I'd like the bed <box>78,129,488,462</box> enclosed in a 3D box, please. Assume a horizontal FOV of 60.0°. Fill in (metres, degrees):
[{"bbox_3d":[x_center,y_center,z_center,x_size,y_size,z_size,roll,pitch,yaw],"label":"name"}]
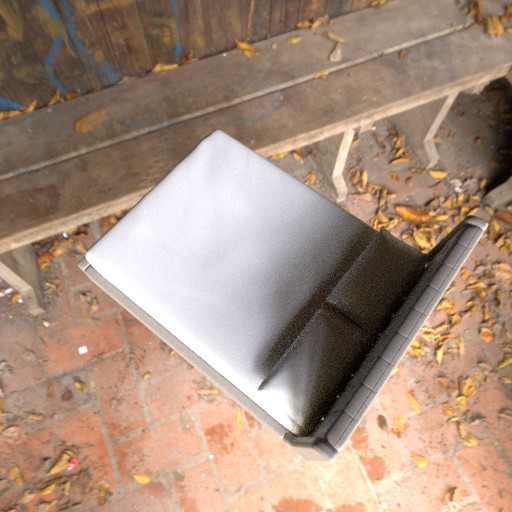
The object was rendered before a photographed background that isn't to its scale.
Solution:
[{"bbox_3d":[0.000,0.000,3.151,2.232,1.147,1.656,36,70,15],"label":"bed"}]
